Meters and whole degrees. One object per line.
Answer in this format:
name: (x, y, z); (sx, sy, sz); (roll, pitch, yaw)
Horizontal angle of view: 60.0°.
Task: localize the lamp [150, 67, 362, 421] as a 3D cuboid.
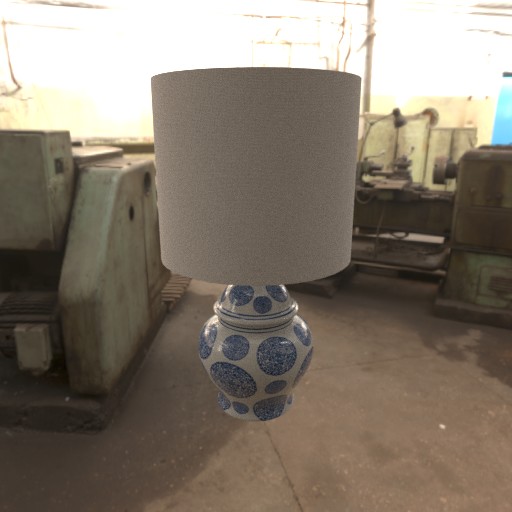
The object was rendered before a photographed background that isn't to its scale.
lamp: (0.000, 0.000, 0.514); (0.215, 0.381, 0.215); (-3, 16, -11)
